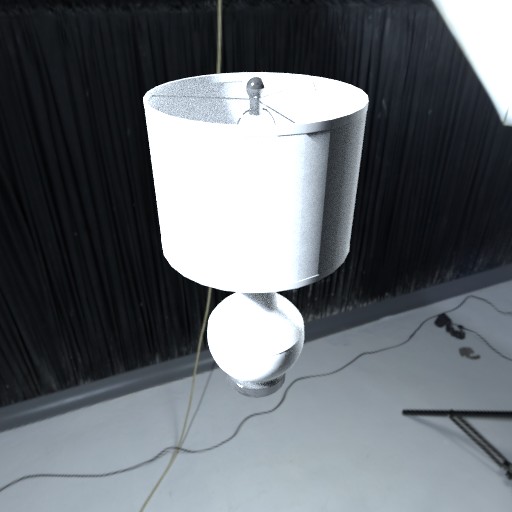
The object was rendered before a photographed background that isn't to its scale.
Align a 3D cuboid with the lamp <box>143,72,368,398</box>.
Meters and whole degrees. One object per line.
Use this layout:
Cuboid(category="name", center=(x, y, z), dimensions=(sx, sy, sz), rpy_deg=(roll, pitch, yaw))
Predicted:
Cuboid(category="lamp", center=(0.000, 0.000, 0.882), dimensions=(0.357, 0.673, 0.357), rpy_deg=(-12, 35, -18))
